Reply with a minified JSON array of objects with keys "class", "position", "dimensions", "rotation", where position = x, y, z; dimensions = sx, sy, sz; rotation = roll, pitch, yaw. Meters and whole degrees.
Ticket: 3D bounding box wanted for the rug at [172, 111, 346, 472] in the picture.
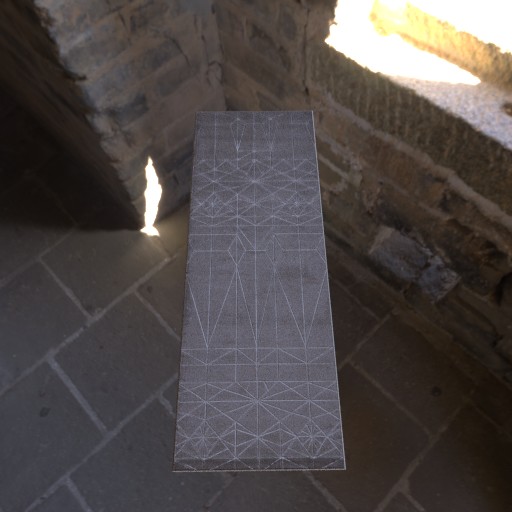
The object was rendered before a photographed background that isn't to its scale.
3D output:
[{"class":"rug","position":[0.000,0.000,2.739],"dimensions":[0.864,0.012,2.388],"rotation":[-1,63,0]}]
